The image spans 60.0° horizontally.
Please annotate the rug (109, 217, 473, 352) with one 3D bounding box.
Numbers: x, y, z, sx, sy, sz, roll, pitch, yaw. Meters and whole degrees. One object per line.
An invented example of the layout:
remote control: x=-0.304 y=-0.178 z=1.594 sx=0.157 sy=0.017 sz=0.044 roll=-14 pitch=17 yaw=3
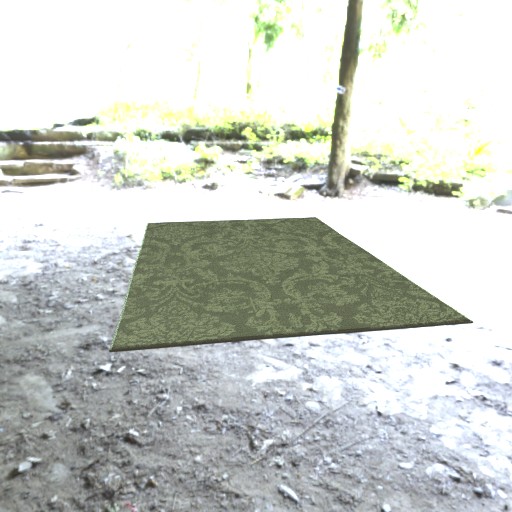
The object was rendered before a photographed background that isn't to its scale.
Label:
rug: x=0.000 y=0.000 z=2.284 sx=1.206 sy=0.012 sz=1.824 roll=-3 pitch=17 yaw=-9
